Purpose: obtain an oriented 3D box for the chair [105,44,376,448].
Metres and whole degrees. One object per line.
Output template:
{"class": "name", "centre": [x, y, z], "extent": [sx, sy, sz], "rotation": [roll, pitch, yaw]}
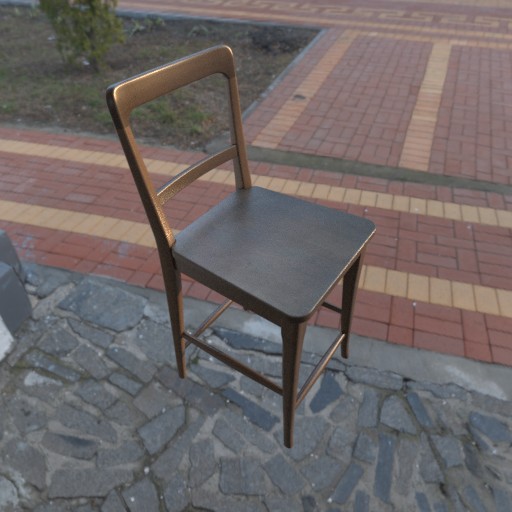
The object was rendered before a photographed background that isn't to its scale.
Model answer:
{"class": "chair", "centre": [0.000, 0.000, 1.282], "extent": [0.546, 0.991, 0.450], "rotation": [23, 45, 25]}
